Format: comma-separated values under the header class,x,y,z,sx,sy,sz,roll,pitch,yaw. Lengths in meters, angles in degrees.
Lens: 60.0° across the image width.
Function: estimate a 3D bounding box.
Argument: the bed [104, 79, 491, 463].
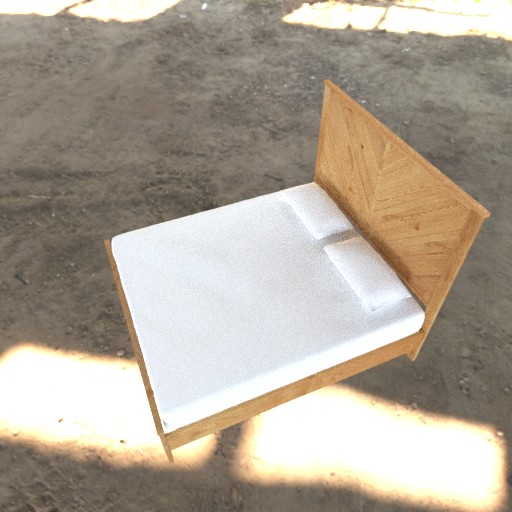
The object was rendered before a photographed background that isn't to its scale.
class,x,y,z,sx,sy,sz,roll,pitch,yaw
bed,0.000,0.000,4.081,2.530,1.938,2.225,-17,49,-16
